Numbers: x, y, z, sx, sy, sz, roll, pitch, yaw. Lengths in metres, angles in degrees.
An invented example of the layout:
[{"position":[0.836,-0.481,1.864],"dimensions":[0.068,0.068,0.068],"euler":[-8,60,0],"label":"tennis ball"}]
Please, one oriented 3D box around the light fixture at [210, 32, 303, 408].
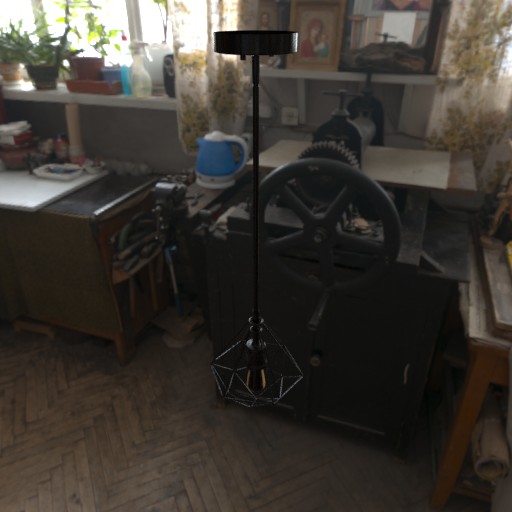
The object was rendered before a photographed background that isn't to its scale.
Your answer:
[{"position":[0.000,0.000,1.956],"dimensions":[0.431,1.764,0.487],"euler":[-10,31,-17],"label":"light fixture"}]
